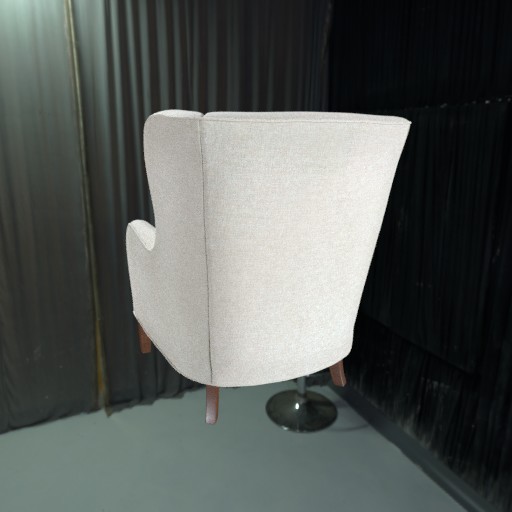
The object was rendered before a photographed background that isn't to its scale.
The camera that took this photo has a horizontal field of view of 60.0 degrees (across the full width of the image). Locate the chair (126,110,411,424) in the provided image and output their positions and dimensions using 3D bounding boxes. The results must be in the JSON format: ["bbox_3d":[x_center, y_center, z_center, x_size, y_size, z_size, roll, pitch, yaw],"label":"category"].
[{"bbox_3d":[0.000,0.000,1.717,0.838,1.040,0.966,-7,17,-25],"label":"chair"}]
